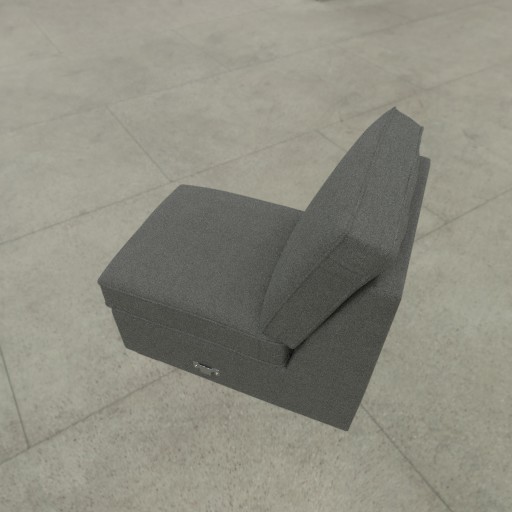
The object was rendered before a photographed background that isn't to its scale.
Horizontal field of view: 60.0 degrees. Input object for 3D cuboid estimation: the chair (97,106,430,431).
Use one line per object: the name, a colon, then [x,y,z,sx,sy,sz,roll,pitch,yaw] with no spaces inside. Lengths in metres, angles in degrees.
chair: [0.000,0.000,1.537,0.938,0.970,0.621,16,48,15]
